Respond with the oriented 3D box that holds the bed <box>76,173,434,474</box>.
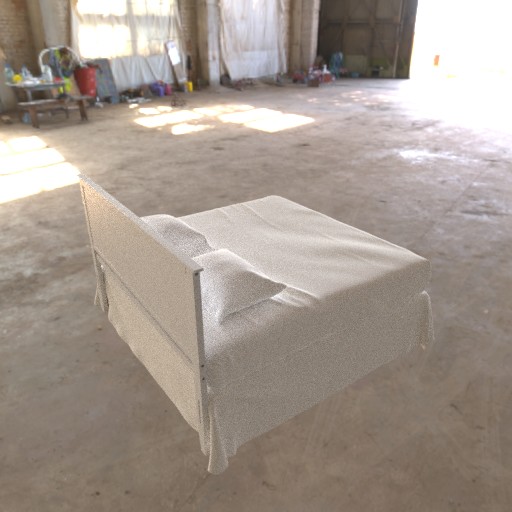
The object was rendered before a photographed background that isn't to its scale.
[{"bbox_3d":[0.000,0.000,3.650,2.215,1.273,2.317,-17,31,-31],"label":"bed"}]
